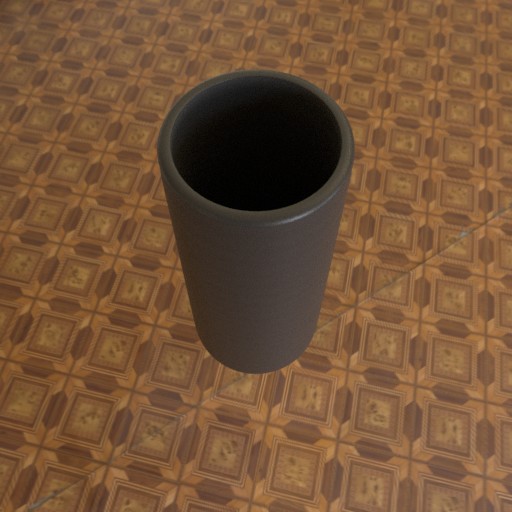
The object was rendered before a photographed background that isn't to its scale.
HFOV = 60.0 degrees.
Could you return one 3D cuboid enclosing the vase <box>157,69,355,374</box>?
[{"bbox_3d":[0.000,0.000,0.365,0.136,0.289,0.136,-17,66,-8],"label":"vase"}]
